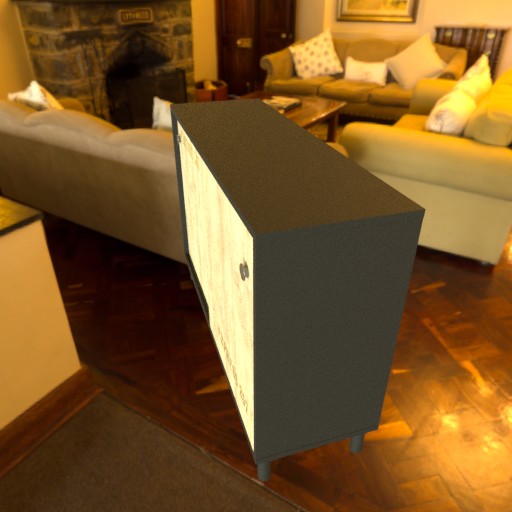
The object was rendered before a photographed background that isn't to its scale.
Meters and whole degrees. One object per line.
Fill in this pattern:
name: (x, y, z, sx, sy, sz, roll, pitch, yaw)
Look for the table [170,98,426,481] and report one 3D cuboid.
table: (0.000, 0.000, 1.627, 0.400, 0.855, 1.200, -9, 32, -15)
